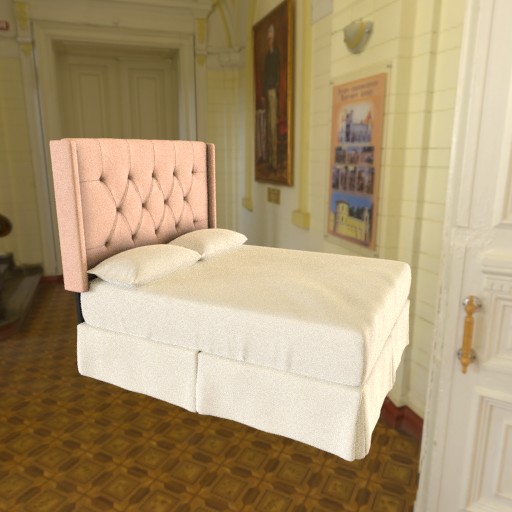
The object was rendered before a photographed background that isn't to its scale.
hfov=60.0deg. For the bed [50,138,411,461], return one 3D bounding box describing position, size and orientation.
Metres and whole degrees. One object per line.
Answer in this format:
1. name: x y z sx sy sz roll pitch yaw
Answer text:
1. bed: 0.000 0.000 3.241 2.066 1.665 1.719 7 15 26
